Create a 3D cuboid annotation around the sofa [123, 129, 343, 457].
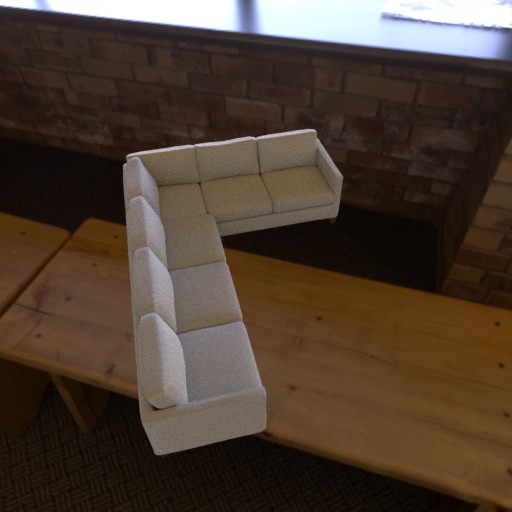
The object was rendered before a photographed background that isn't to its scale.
[{"bbox_3d":[0.000,0.000,4.582,2.522,0.934,3.333,-10,47,-10],"label":"sofa"}]
